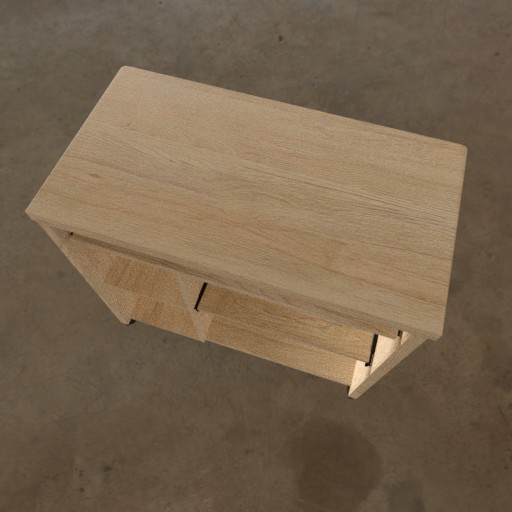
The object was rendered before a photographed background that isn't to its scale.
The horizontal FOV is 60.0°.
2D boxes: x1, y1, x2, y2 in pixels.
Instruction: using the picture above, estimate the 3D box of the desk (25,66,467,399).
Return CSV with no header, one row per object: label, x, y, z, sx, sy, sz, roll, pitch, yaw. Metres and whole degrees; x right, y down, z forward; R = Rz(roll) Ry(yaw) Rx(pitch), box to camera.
desk,0.000,0.000,1.333,0.885,0.770,0.480,16,64,8
